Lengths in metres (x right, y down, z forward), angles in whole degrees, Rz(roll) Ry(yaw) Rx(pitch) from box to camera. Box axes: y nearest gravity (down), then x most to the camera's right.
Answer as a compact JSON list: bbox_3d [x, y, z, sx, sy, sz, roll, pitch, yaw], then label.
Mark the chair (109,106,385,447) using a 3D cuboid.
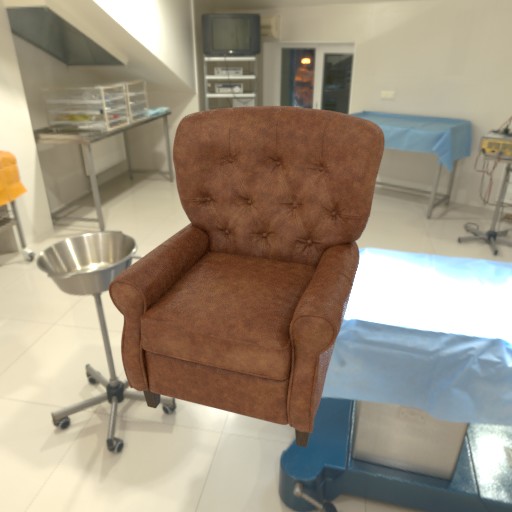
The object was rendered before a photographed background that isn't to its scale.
[{"bbox_3d":[0.000,0.000,1.950,0.951,1.164,1.059,8,27,16],"label":"chair"}]
